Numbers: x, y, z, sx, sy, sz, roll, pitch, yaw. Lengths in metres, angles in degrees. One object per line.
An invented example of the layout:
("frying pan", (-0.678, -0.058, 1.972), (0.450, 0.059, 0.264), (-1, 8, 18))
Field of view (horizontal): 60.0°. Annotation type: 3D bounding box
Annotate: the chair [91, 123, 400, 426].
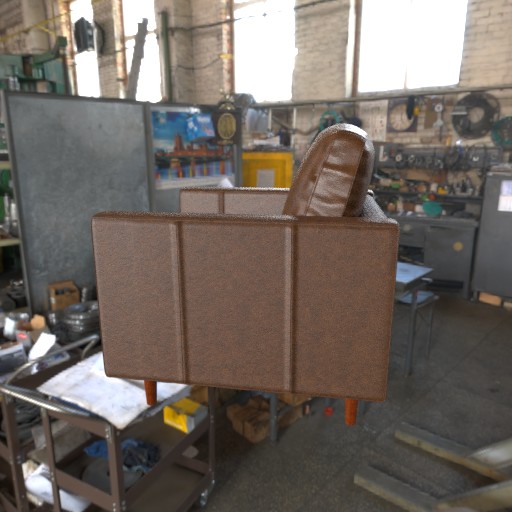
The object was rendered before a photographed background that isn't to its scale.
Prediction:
("chair", (0.000, 0.000, 1.691), (0.909, 0.956, 0.890), (2, 14, 9))
